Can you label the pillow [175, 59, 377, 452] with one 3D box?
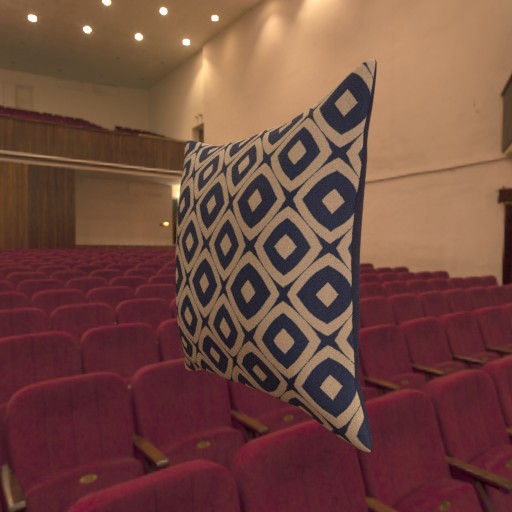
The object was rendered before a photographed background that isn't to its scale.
[{"bbox_3d":[0.000,0.000,0.755,0.188,0.494,0.504,0,1,-36],"label":"pillow"}]
